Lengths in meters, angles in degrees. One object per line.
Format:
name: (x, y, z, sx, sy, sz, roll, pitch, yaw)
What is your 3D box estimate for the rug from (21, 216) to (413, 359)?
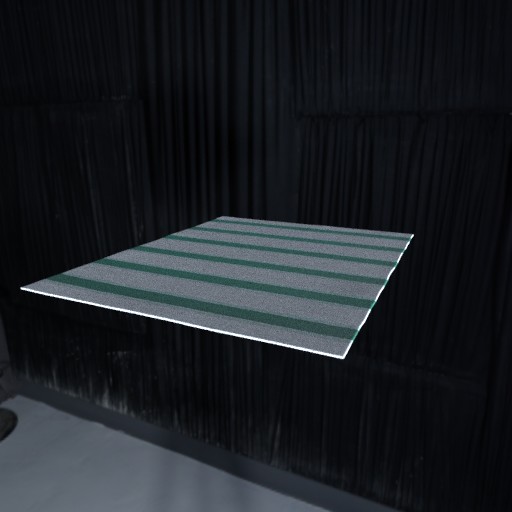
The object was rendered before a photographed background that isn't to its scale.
rug: (0.000, 0.000, 4.097, 2.434, 0.019, 3.041, 7, 18, 24)
